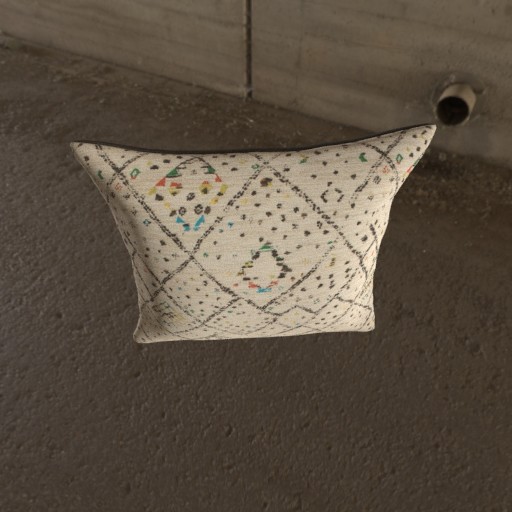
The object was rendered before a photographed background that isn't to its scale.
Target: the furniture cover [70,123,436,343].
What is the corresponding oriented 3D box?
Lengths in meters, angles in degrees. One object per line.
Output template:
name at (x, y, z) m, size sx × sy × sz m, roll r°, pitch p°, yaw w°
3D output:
furniture cover at (0.000, 0.000, 0.797) m, size 0.525 × 0.498 × 0.180 m, roll -3°, pitch 46°, yaw -3°
